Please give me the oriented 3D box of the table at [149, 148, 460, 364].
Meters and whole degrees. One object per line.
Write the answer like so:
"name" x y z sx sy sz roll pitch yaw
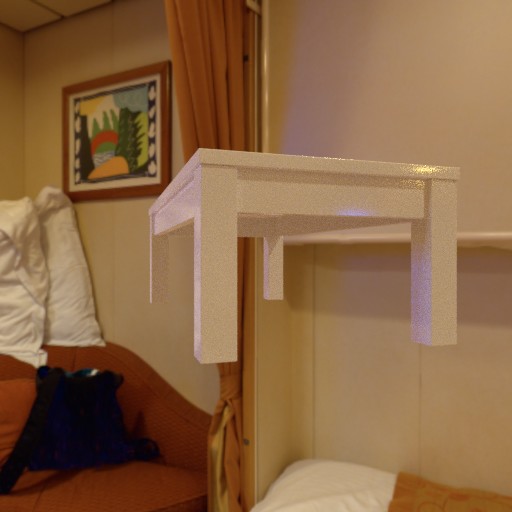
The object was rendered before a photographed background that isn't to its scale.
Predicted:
"table" 0.000 0.000 1.710 0.700 0.470 1.350 0 0 -18
